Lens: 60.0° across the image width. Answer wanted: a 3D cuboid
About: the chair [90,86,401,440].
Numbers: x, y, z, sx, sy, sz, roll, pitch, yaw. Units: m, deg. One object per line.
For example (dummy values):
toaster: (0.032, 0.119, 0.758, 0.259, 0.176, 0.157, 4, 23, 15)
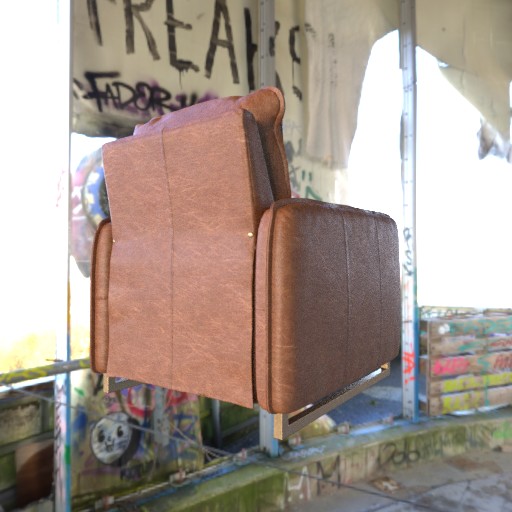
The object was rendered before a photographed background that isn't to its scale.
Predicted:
chair: (0.000, 0.000, 1.613, 0.830, 0.922, 0.922, -1, -1, 35)
